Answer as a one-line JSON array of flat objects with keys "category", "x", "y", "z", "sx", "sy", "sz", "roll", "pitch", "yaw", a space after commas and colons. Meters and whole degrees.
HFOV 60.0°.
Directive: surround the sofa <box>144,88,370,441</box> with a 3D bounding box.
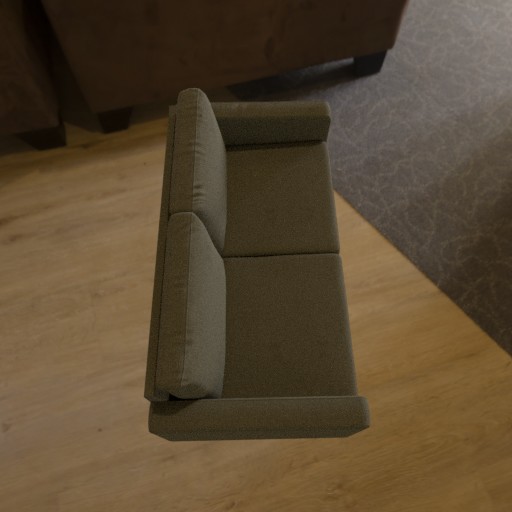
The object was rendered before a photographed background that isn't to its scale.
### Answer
[{"category": "sofa", "x": 0.000, "y": 0.000, "z": 2.295, "sx": 0.889, "sy": 0.897, "sz": 1.730, "roll": -1, "pitch": 64, "yaw": -1}]
